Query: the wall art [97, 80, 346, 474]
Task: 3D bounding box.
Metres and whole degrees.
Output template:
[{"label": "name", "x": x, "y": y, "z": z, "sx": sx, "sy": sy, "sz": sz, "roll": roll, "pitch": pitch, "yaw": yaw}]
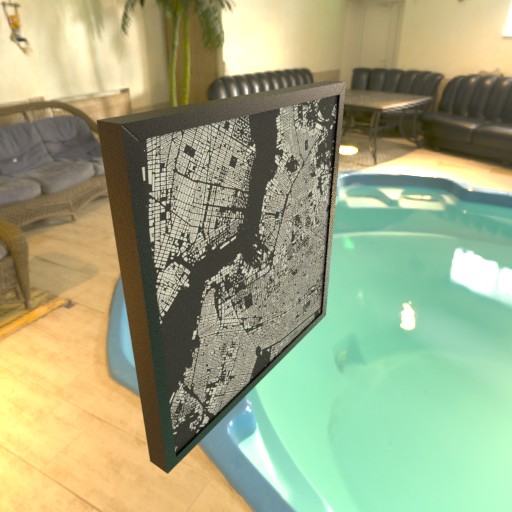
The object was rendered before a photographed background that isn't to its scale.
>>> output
[{"label": "wall art", "x": 0.000, "y": 0.000, "z": 0.738, "sx": 0.038, "sy": 0.506, "sz": 0.506, "roll": 18, "pitch": 32, "yaw": 31}]
